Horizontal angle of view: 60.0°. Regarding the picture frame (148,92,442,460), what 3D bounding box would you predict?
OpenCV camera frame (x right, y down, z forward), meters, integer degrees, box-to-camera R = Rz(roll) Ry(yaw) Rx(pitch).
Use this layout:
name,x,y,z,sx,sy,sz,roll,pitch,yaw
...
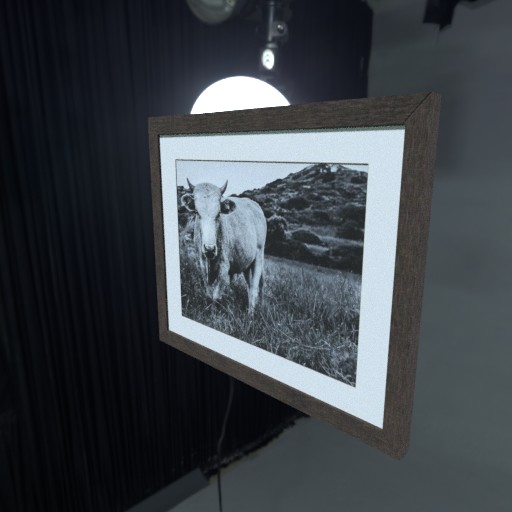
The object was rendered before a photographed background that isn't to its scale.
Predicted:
name,x,y,z,sx,sy,sz,roll,pitch,yaw
picture frame,0.000,0.000,0.719,0.546,0.455,0.026,13,18,42
